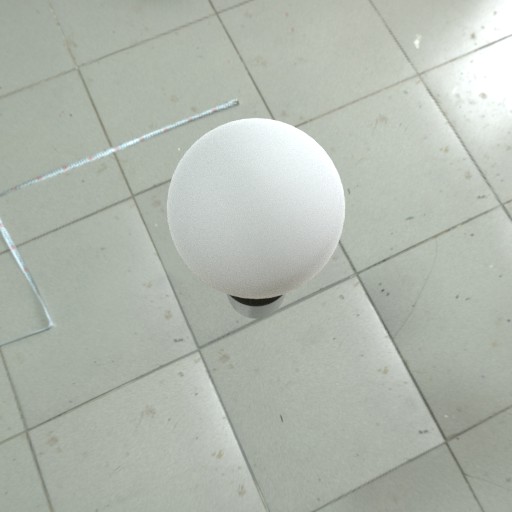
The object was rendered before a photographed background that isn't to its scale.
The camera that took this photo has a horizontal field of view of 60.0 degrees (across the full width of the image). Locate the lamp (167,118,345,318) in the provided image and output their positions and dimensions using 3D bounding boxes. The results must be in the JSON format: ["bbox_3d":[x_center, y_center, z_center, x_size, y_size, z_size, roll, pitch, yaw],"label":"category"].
[{"bbox_3d":[0.000,0.000,0.546,0.153,0.480,0.153,0,76,0],"label":"lamp"}]
